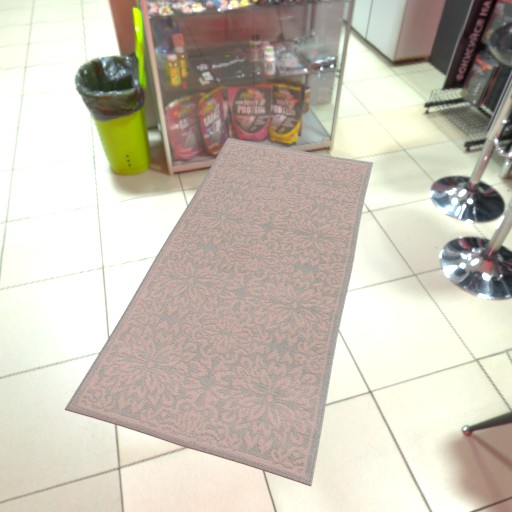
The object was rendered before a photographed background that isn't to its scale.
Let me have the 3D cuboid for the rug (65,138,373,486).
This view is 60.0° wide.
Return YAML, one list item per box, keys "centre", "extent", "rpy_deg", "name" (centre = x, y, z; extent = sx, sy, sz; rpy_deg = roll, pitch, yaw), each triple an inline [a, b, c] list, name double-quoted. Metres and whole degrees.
- centre: [0.000, 0.000, 1.402]
  extent: [0.604, 0.007, 1.219]
  rpy_deg: [12, 49, 11]
  name: "rug"
